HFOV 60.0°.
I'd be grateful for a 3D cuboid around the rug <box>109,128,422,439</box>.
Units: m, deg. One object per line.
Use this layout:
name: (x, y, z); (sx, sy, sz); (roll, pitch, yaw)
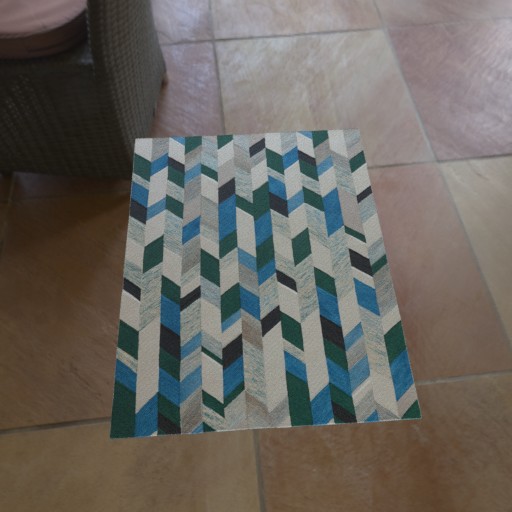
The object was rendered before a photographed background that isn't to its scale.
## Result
rug: (0.000, 0.000, 4.125); (2.440, 0.008, 3.036); (-3, 62, -2)
